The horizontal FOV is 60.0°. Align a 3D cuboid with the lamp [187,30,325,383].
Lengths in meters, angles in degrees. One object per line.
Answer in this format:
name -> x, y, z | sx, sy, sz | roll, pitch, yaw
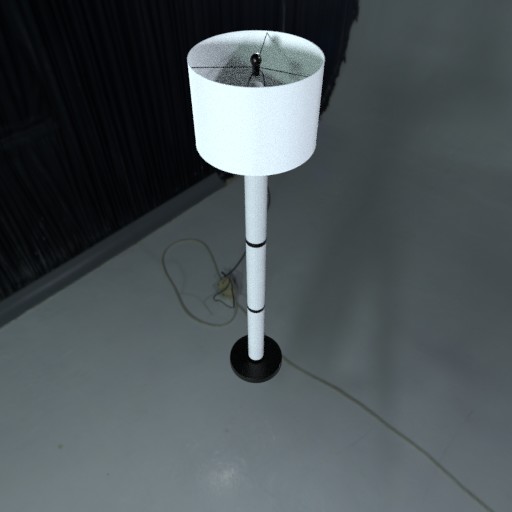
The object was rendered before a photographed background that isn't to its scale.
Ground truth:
lamp -> 0.000, 0.000, 1.786 | 0.377, 1.599, 0.377 | 32, 54, 26
